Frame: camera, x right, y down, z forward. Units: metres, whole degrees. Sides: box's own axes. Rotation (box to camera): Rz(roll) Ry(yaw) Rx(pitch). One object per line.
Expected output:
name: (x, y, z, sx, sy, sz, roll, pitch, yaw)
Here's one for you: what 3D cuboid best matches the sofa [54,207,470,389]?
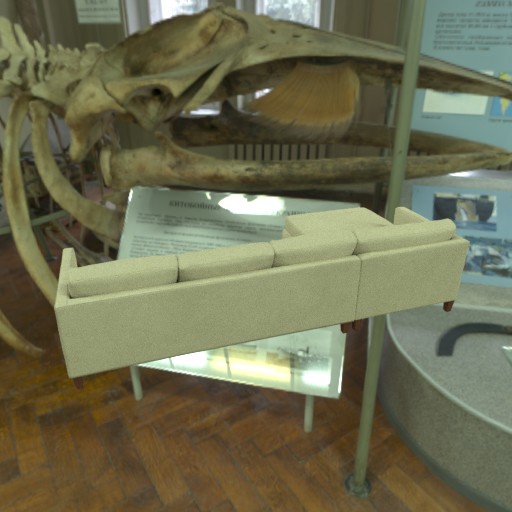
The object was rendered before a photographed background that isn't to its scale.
sofa: (0.000, 0.000, 3.977, 3.186, 0.846, 1.625, -8, 27, -16)
